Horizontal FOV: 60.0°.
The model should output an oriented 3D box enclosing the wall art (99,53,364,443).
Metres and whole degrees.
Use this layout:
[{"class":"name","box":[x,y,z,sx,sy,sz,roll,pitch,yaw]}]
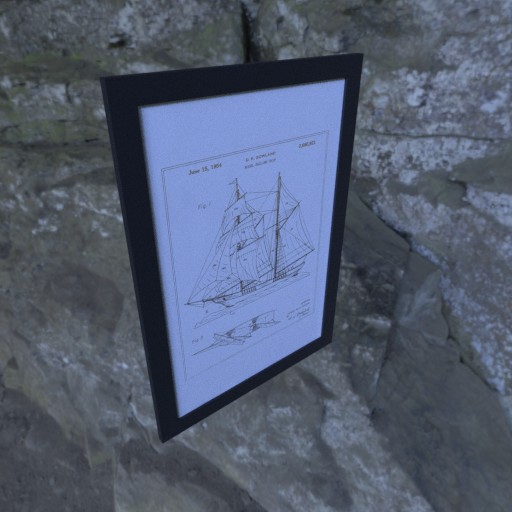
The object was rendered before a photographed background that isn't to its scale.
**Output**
[{"class":"wall art","box":[0.000,0.000,0.664,0.381,0.534,0.013,-22,36,-33]}]
